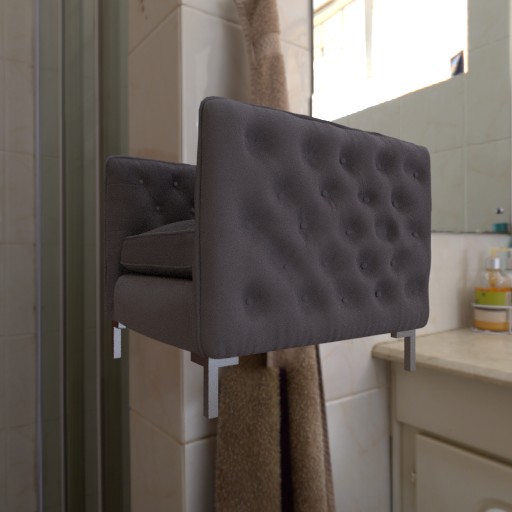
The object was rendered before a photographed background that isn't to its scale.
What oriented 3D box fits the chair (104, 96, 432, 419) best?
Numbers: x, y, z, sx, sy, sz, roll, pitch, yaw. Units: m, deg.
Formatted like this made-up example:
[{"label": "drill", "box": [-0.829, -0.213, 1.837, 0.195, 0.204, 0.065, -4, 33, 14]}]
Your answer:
[{"label": "chair", "box": [0.000, 0.000, 1.663, 0.913, 0.807, 0.946, 0, 0, -34]}]
